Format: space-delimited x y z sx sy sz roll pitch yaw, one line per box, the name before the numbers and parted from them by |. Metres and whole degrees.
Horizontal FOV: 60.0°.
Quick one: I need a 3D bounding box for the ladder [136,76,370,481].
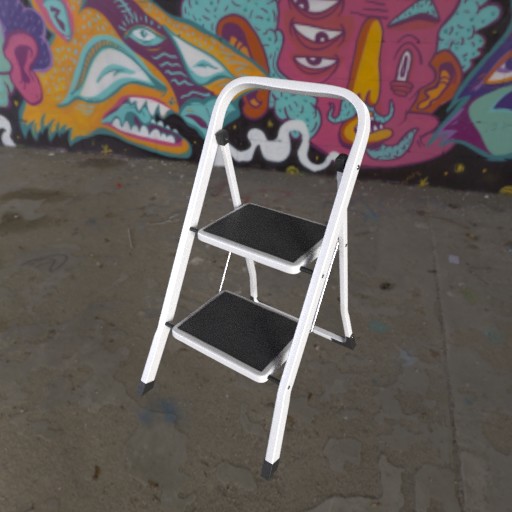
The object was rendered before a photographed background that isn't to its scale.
ladder | 0.000 0.000 1.136 0.460 0.810 0.544 20 36 30
